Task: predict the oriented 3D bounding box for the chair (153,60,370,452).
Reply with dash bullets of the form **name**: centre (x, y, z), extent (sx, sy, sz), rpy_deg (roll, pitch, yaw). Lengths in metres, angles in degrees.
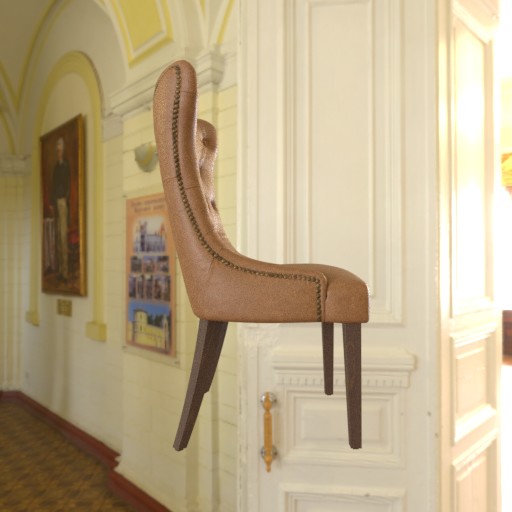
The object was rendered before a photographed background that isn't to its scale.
- **chair**: centre (0.000, 0.000, 1.472), extent (0.669, 1.065, 0.611), rpy_deg (0, 0, 1)
